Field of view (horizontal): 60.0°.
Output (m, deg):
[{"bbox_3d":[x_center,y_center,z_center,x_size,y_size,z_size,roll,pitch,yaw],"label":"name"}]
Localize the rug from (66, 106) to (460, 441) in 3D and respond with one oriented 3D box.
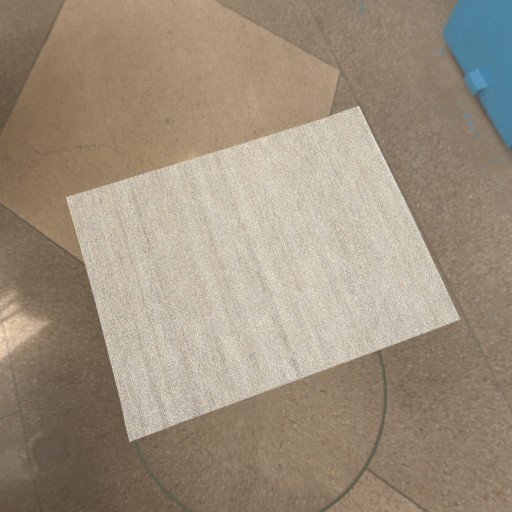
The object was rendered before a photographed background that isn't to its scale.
[{"bbox_3d":[0.000,0.000,4.854,3.626,0.051,2.757,-19,75,-5],"label":"rug"}]
